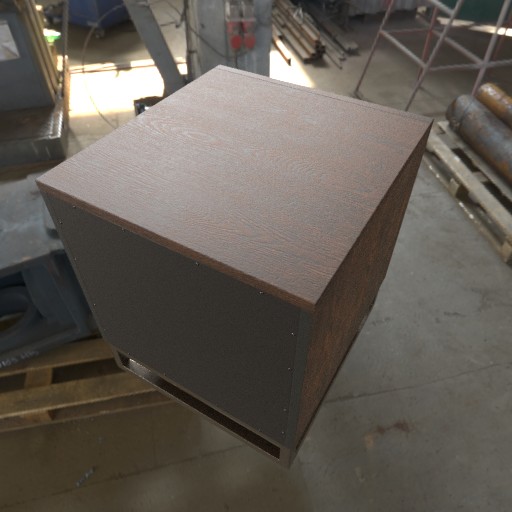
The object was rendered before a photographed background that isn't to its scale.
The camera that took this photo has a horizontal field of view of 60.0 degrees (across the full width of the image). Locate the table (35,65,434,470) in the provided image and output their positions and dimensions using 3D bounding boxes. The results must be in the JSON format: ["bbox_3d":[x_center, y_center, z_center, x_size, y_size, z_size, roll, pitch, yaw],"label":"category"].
[{"bbox_3d":[0.000,0.000,1.009,0.506,0.582,0.566,23,50,21],"label":"table"}]
